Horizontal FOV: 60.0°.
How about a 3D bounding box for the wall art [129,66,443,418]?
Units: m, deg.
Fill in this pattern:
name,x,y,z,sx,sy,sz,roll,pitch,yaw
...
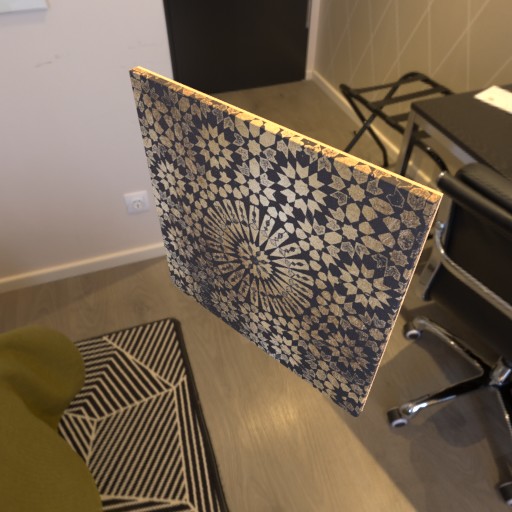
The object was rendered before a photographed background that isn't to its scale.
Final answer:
name,x,y,z,sx,sy,sz,roll,pitch,yaw
wall art,0.000,0.000,1.369,0.914,0.914,0.038,31,53,27
